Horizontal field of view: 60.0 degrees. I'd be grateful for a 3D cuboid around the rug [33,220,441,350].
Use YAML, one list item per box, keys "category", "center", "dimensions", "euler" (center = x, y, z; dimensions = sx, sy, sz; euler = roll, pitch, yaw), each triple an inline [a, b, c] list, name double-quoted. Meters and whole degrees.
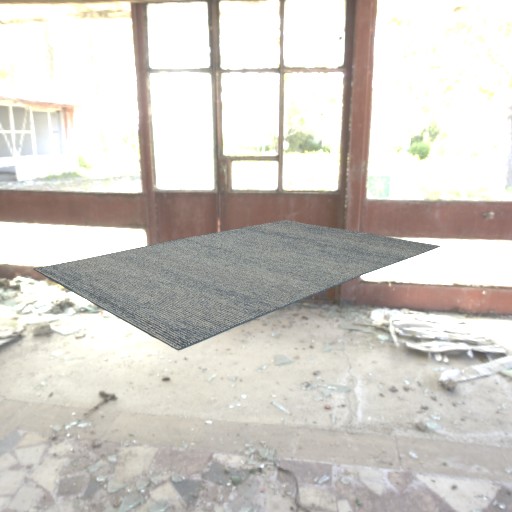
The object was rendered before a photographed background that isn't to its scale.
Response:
- category: "rug"
  center: [0.000, 0.000, 2.256]
  dimensions: [1.777, 0.021, 1.145]
  euler: [-14, 21, -43]
